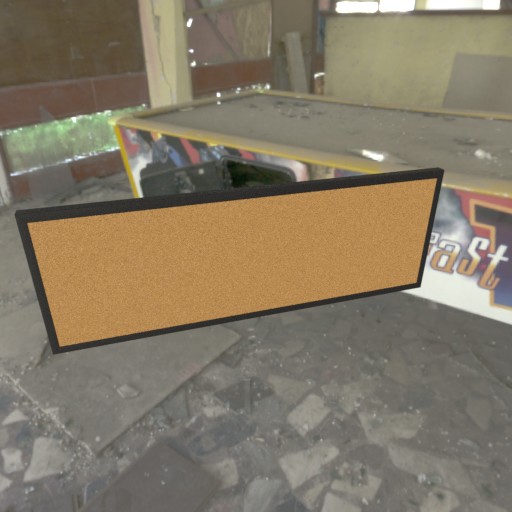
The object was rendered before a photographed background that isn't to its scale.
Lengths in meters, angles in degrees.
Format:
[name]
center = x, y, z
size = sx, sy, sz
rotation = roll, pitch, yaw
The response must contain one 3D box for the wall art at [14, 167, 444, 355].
[wall art]
center = 0.000, 0.000, 1.718
size = 1.572, 0.554, 0.041
rotation = -8, 29, -15
